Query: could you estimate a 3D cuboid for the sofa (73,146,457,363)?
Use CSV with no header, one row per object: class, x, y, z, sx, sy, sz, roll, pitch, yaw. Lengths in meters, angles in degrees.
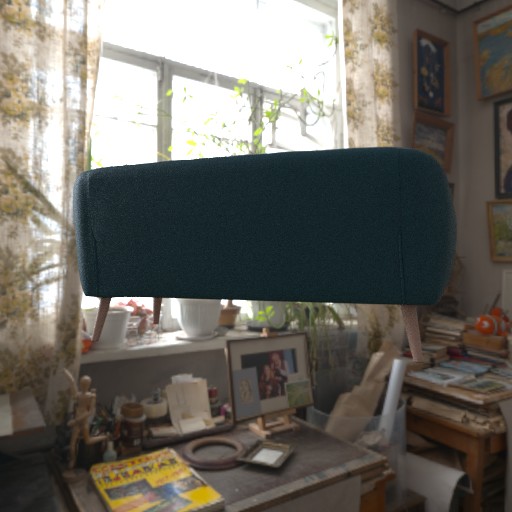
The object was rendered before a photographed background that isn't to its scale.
sofa,0.000,0.000,2.221,1.840,0.836,0.820,0,0,17
